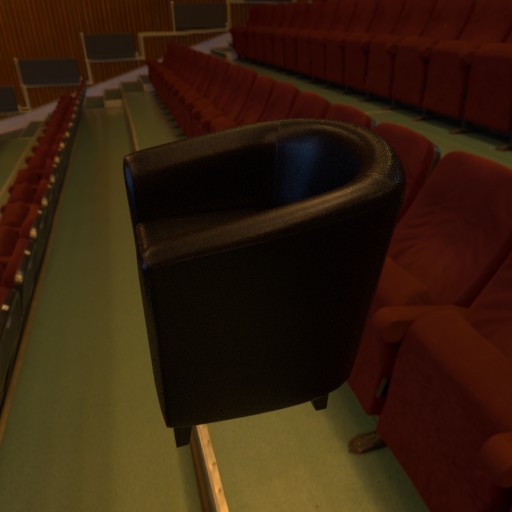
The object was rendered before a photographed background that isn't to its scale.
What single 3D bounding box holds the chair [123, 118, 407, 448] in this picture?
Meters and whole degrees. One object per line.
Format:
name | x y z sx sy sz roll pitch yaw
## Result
chair | 0.000 0.000 1.399 0.727 0.756 0.793 -9 30 -15
